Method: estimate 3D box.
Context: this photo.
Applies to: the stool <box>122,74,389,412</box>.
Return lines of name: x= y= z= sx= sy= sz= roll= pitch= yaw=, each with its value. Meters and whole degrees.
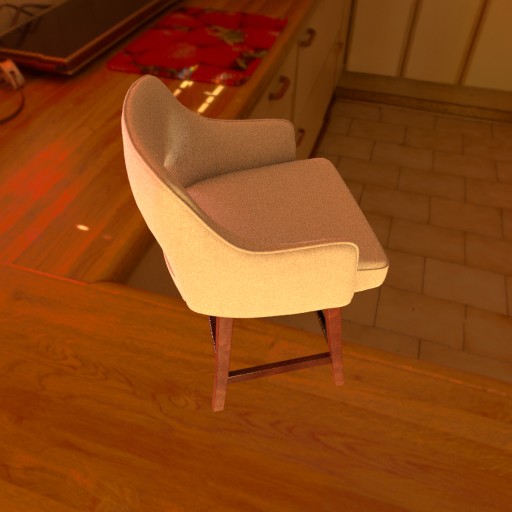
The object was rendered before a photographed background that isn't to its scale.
stool: x=0.000 y=0.000 z=1.250 sx=0.560 sy=0.936 sz=0.550 roll=-9 pitch=47 yaw=-9
